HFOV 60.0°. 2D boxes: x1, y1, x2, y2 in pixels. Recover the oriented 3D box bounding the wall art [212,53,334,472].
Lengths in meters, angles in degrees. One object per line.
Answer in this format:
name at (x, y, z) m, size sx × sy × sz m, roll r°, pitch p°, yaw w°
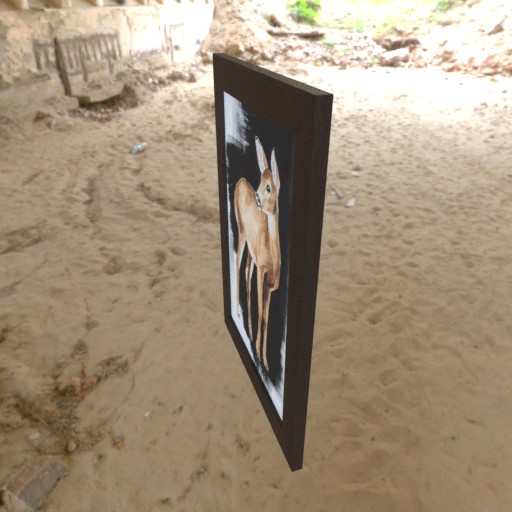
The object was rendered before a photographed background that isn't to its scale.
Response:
wall art at (0.000, 0.000, 0.652) m, size 0.017 × 0.513 × 0.359 m, roll -10°, pitch 31°, yaw -16°
